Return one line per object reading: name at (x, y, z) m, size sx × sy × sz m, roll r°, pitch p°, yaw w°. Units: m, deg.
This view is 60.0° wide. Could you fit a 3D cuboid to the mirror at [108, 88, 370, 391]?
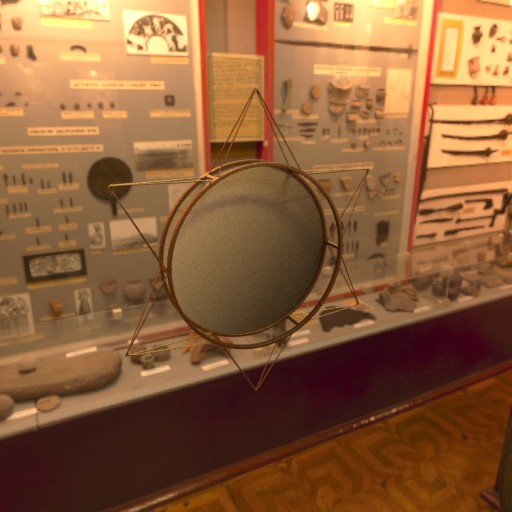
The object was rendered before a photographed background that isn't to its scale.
mirror at (0.000, 0.000, 0.818) m, size 0.498 × 0.581 × 0.062 m, roll -8°, pitch 20°, yaw -24°
